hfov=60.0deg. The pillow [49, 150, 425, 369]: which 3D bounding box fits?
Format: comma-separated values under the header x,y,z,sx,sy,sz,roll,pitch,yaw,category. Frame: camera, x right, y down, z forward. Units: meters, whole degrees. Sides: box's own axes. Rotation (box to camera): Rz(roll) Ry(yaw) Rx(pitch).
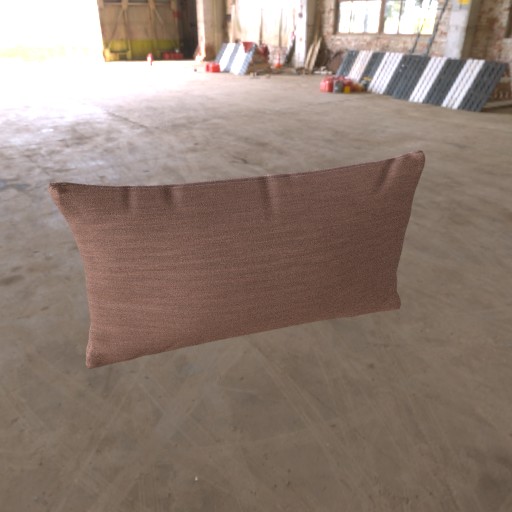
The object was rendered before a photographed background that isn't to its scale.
x,y,z,sx,sy,sz,roll,pitch,yaw,category
0.000,0.000,0.798,0.633,0.338,0.210,-8,29,-15,pillow
